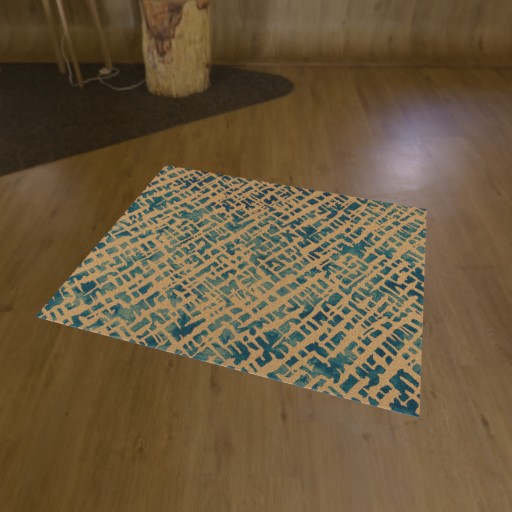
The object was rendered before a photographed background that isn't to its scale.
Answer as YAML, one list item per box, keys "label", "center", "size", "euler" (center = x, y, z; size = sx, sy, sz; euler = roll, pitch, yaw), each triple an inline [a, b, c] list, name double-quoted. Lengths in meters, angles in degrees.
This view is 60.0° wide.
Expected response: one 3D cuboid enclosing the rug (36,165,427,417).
- label: "rug"
  center: [0.000, 0.000, 4.119]
  size: [3.007, 0.007, 2.435]
  euler: [12, 44, 13]
